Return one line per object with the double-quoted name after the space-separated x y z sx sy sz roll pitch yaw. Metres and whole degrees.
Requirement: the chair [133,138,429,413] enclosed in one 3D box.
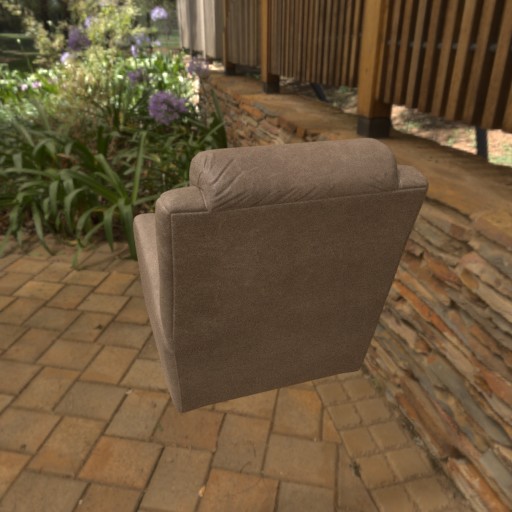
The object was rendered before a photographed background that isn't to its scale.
0.000 0.000 1.931 0.967 1.116 1.068 -8 27 -17 "chair"
